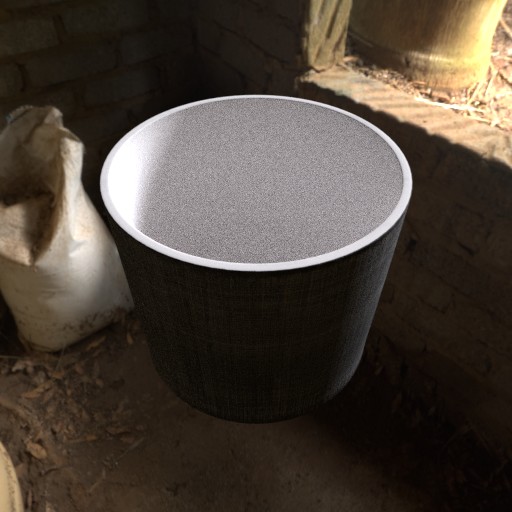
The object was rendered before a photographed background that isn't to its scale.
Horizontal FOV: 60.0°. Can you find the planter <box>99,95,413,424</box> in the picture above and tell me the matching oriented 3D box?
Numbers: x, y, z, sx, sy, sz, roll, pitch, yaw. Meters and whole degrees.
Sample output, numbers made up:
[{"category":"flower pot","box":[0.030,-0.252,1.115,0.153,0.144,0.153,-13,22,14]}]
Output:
[{"category":"planter","box":[0.000,0.000,0.448,0.254,0.221,0.254,0,44,0]}]
